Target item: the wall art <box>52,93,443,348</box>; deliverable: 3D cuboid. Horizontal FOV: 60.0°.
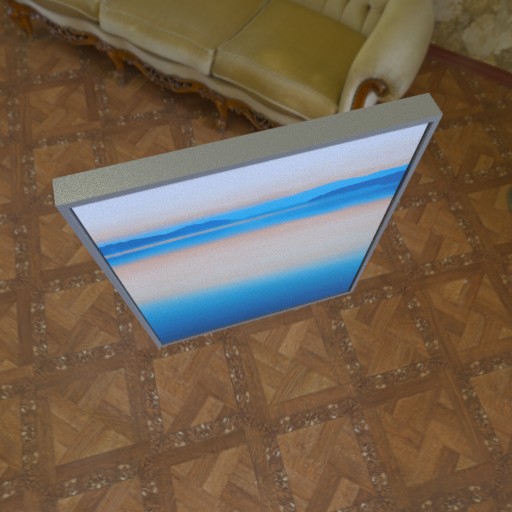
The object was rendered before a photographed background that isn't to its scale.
[{"bbox_3d":[0.000,0.000,0.751,0.453,0.554,0.037,-15,64,-7],"label":"wall art"}]
